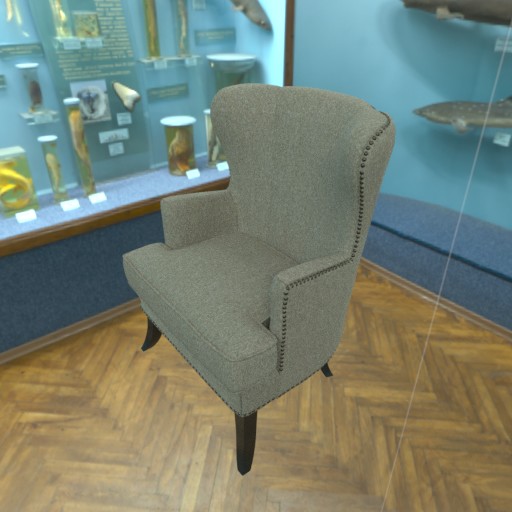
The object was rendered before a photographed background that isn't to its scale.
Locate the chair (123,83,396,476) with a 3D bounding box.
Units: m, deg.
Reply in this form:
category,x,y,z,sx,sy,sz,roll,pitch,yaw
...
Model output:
category,x,y,z,sx,sy,sz,roll,pitch,yaw
chair,0.000,0.000,1.612,0.758,1.060,0.759,-22,38,-32
